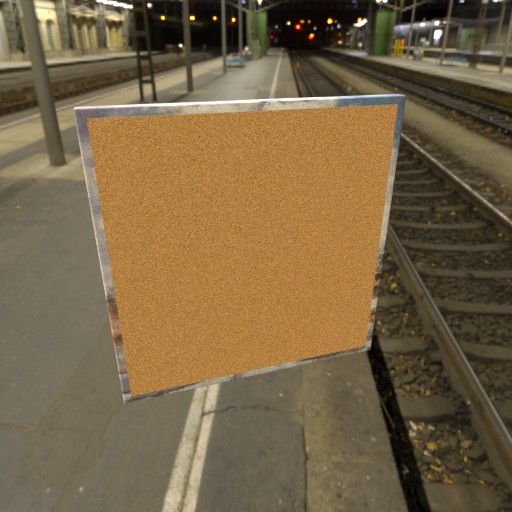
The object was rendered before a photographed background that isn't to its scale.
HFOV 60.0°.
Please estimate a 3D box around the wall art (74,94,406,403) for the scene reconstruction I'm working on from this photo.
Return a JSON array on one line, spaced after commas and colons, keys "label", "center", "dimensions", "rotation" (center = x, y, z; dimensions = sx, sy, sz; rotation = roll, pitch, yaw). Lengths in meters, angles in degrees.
[{"label": "wall art", "center": [0.000, 0.000, 1.346], "dimensions": [0.888, 0.897, 0.035], "rotation": [-8, 27, -16]}]
